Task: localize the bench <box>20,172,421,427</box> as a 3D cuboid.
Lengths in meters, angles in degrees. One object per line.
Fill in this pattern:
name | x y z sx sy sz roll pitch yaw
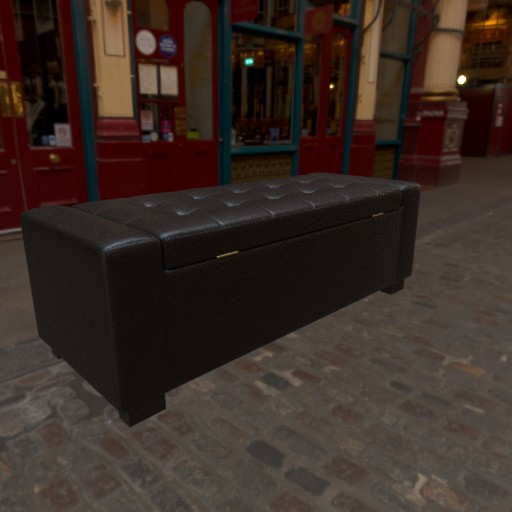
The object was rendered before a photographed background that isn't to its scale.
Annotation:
bench | 0.000 0.000 1.505 1.296 0.445 0.508 -16 23 -42
